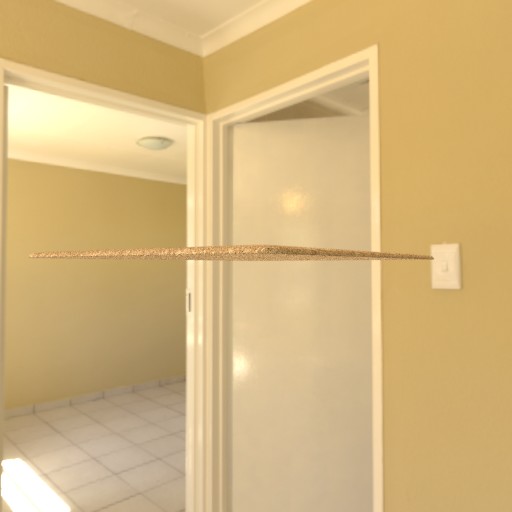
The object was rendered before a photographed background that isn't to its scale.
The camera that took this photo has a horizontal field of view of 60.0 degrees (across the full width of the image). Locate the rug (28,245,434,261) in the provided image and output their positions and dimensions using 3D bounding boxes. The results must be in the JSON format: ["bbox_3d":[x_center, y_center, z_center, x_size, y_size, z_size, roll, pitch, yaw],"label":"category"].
[{"bbox_3d":[0.000,0.000,3.791,2.242,0.050,2.873,-1,-1,36],"label":"rug"}]
